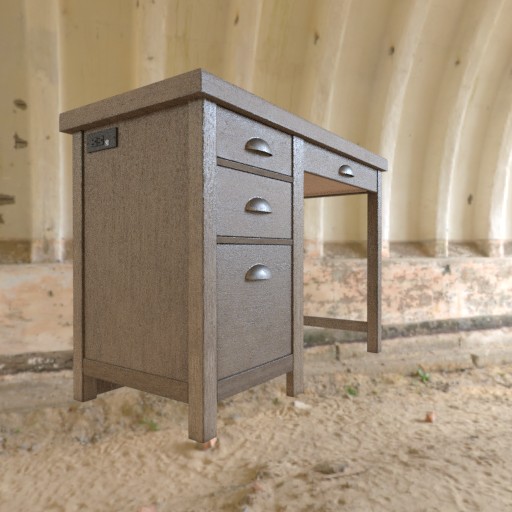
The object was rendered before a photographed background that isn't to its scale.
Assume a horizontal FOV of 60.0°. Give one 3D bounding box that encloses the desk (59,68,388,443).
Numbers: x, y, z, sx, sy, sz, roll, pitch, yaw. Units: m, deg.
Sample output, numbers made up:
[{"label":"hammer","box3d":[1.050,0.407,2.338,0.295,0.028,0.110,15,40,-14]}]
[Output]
[{"label":"desk","box3d":[0.000,0.000,1.753,0.610,0.912,1.289,0,1,36]}]
